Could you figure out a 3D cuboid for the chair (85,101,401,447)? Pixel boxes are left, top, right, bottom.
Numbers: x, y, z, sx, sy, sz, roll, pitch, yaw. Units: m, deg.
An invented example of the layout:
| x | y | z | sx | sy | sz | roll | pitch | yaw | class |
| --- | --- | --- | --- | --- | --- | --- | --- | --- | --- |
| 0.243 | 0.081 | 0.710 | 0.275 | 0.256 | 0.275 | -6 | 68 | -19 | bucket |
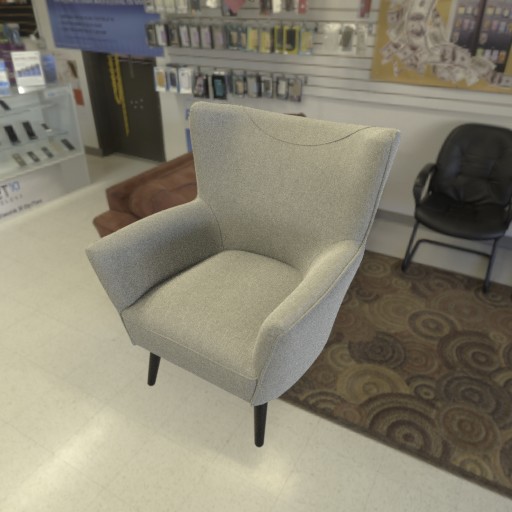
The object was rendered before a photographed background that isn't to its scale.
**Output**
| x | y | z | sx | sy | sz | roll | pitch | yaw | class |
| --- | --- | --- | --- | --- | --- | --- | --- | --- | --- |
| 0.000 | 0.000 | 1.604 | 0.781 | 0.933 | 0.888 | 18 | 36 | 27 | chair |
